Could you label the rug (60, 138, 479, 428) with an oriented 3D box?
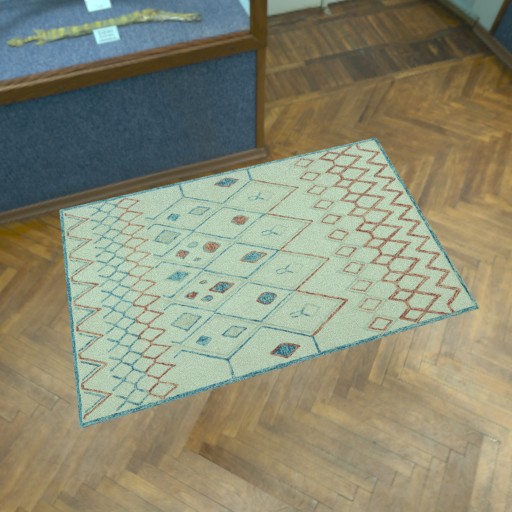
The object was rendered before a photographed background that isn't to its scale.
[{"bbox_3d":[0.000,0.000,2.939,2.438,0.015,1.524,-15,60,-8],"label":"rug"}]
